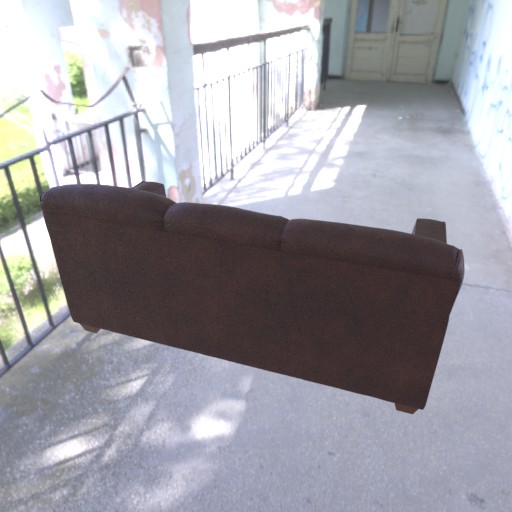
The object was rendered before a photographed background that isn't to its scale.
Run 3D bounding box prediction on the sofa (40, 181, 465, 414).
[{"bbox_3d":[0.000,0.000,2.553,2.039,0.953,1.008,10,32,17],"label":"sofa"}]
